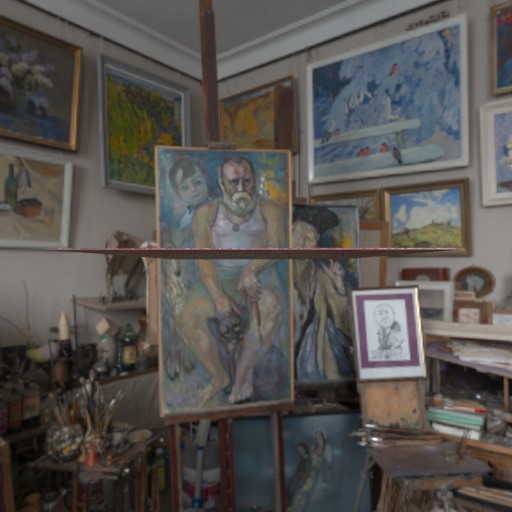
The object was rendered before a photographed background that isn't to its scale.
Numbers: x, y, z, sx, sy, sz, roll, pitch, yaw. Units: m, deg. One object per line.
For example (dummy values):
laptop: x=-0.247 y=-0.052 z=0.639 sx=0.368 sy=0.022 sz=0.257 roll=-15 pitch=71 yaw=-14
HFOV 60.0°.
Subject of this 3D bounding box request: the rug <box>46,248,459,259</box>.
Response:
rug: x=0.000 y=0.000 z=2.216 sx=1.219 sy=0.006 sz=1.829 roll=0 pitch=-1 yaw=1
